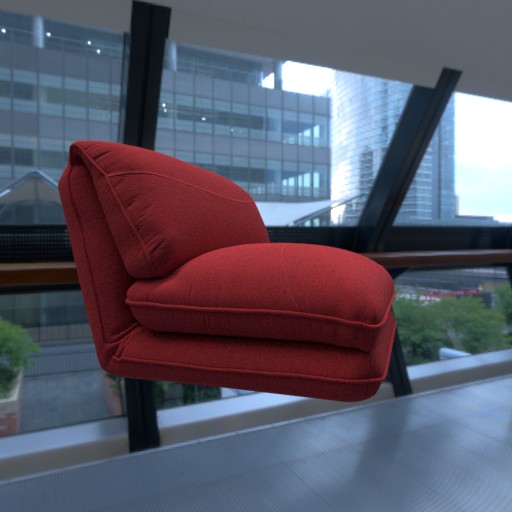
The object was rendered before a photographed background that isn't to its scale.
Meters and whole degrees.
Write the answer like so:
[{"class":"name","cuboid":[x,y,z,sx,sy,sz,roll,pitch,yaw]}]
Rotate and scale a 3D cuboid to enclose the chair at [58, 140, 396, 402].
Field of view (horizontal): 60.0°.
[{"class":"chair","cuboid":[0.000,0.000,1.316,0.780,0.580,0.820,0,1,19]}]
